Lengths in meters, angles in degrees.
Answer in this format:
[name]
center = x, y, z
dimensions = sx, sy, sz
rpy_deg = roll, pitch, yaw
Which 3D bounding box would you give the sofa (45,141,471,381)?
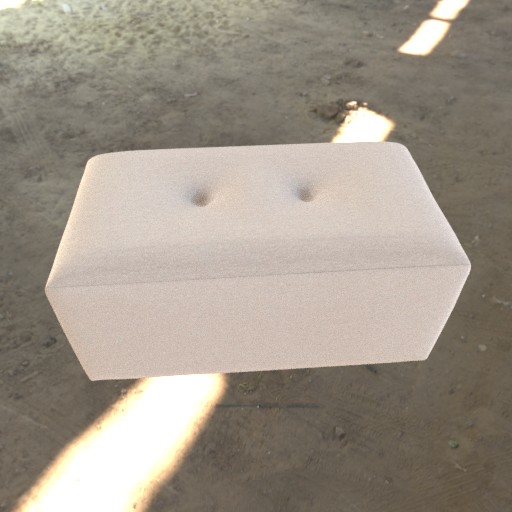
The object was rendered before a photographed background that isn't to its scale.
[sofa]
center = 0.000, 0.000, 1.213
dimensions = 0.930, 0.470, 0.480
rpy_deg = -3, 46, -3
